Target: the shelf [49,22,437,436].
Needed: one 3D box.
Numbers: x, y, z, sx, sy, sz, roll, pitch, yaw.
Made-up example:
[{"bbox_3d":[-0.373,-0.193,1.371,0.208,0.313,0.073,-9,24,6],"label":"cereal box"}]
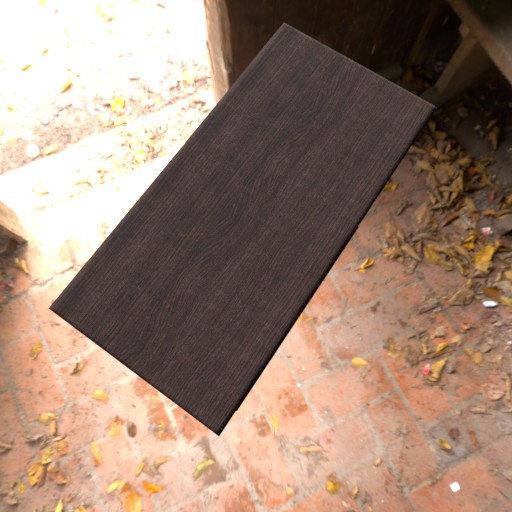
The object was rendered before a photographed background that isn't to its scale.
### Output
[{"bbox_3d":[0.000,0.000,1.258,0.390,0.786,0.790,33,77,9],"label":"shelf"}]
